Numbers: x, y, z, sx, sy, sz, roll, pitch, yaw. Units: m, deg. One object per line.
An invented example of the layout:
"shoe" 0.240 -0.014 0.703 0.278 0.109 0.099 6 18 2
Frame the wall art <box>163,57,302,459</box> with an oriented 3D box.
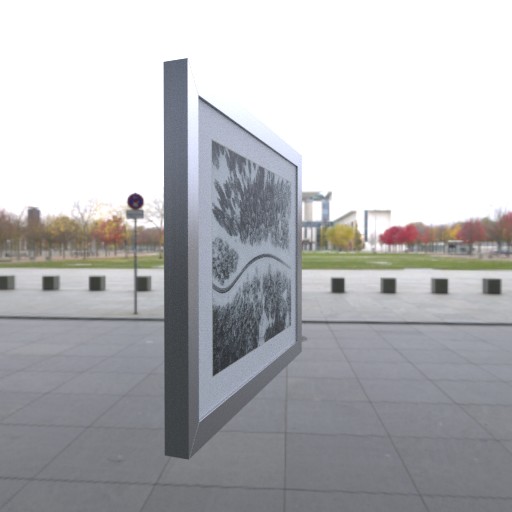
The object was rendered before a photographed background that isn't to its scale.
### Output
"wall art" 0.000 0.000 0.770 0.032 0.456 0.557 0 1 19
